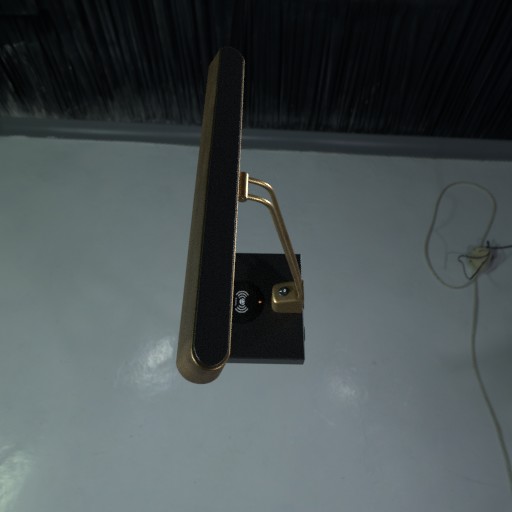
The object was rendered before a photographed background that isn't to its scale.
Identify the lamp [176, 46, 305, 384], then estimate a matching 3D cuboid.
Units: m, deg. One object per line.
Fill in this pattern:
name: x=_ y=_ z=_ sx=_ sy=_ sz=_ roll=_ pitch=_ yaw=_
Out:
lamp: x=0.000 y=0.000 z=0.590 sx=0.156 sy=0.345 sz=0.412 roll=1 pitch=59 yaw=1
